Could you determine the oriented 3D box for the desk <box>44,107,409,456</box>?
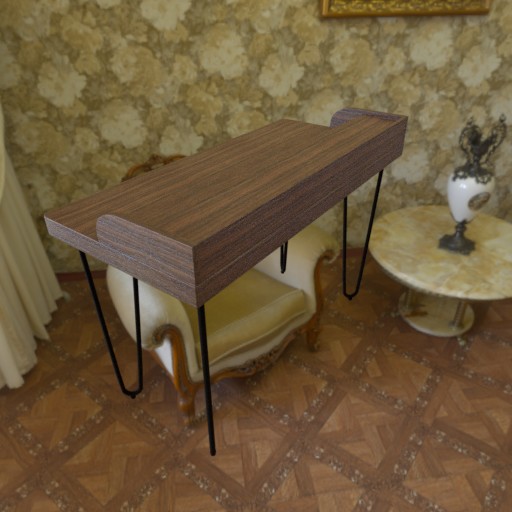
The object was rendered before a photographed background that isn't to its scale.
[{"bbox_3d":[0.000,0.000,1.639,0.565,0.854,1.200,21,38,30],"label":"desk"}]
